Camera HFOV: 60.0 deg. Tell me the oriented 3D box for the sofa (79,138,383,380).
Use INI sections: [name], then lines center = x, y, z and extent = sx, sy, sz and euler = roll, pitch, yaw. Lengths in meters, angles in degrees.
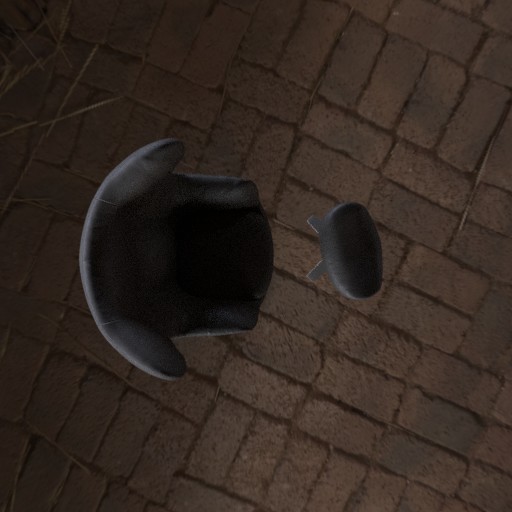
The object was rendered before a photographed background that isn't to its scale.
[sofa]
center = 0.000, 0.000, 2.140
extent = 1.444, 1.135, 0.894
euler = 0, 92, 0
